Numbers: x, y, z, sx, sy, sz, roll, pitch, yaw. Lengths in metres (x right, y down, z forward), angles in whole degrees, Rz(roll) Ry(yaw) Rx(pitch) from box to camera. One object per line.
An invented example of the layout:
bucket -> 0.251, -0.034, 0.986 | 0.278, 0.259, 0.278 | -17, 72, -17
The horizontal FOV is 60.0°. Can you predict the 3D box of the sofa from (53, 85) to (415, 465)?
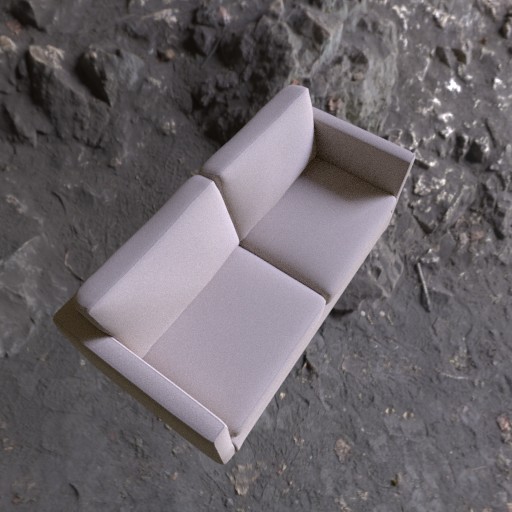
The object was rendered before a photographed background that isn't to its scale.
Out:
sofa -> 0.000, 0.000, 2.237 | 0.873, 0.888, 1.722 | 31, 63, 17
